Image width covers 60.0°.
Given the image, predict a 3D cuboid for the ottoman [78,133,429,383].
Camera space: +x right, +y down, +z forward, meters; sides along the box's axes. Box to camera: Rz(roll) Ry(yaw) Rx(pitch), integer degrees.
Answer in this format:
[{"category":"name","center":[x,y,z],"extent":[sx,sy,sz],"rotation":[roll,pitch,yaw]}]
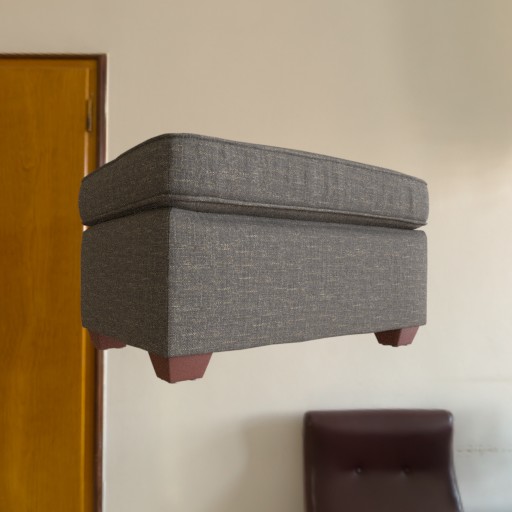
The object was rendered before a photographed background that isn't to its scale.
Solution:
[{"category":"ottoman","center":[0.000,0.000,1.108],"extent":[0.749,0.450,0.549],"rotation":[1,-2,-36]}]
